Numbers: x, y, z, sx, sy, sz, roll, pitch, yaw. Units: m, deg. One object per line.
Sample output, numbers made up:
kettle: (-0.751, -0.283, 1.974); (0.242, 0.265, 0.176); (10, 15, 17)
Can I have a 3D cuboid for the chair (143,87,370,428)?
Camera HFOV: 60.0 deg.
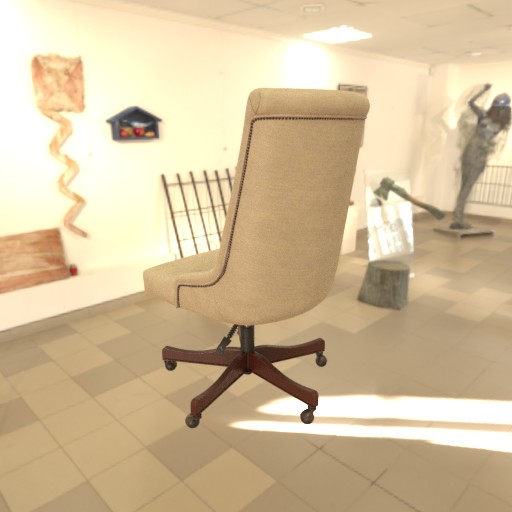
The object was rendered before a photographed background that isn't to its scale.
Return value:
chair: (0.000, 0.000, 1.487); (0.645, 1.010, 0.696); (-16, 22, -43)
